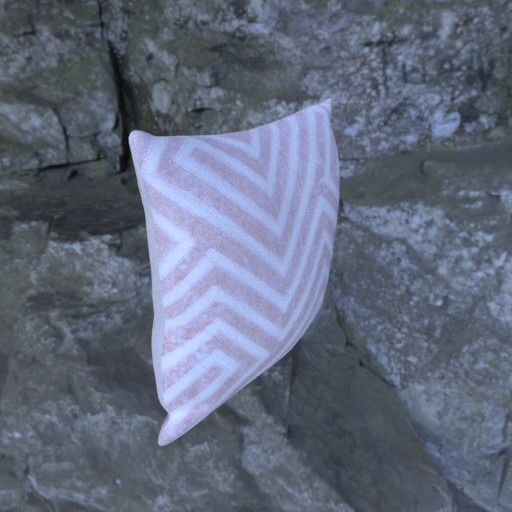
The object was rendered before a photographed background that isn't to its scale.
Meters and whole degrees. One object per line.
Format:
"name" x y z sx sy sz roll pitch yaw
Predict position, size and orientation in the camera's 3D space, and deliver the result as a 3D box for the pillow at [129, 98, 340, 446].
"pillow" 0.000 0.000 0.689 0.182 0.441 0.440 18 31 32
